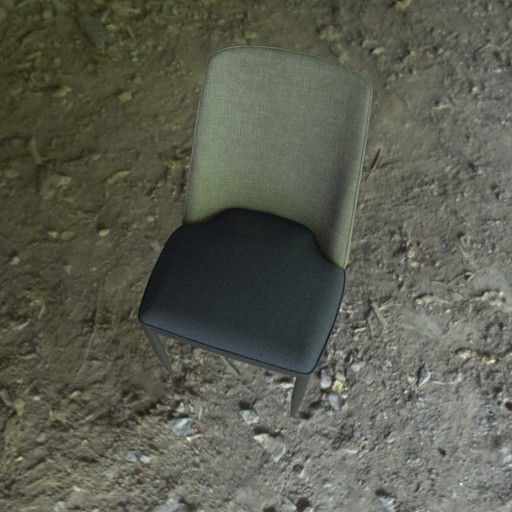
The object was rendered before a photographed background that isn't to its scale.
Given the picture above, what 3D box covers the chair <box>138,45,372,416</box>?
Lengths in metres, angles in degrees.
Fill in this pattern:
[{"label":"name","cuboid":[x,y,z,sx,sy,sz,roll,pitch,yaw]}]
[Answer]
[{"label":"chair","cuboid":[0.000,0.000,1.167,0.488,0.855,0.550,15,58,10]}]
